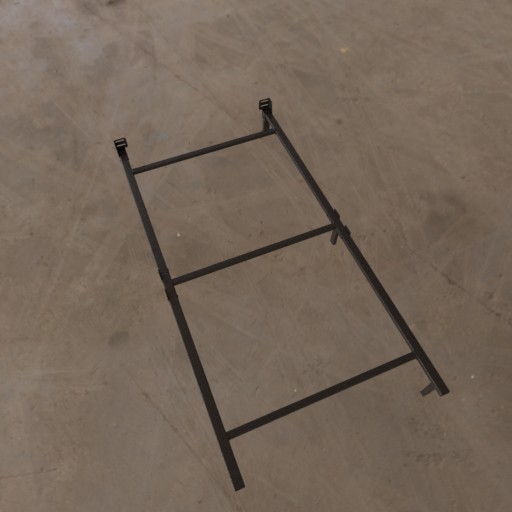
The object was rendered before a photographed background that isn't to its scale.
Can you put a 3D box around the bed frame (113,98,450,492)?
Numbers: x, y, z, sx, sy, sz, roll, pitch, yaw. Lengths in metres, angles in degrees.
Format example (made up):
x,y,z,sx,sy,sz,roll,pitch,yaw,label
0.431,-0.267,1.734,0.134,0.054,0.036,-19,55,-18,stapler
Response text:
x,y,z,sx,sy,sz,roll,pitch,yaw,label
0.000,0.000,2.243,0.968,0.248,1.897,-19,60,-12,bed frame
